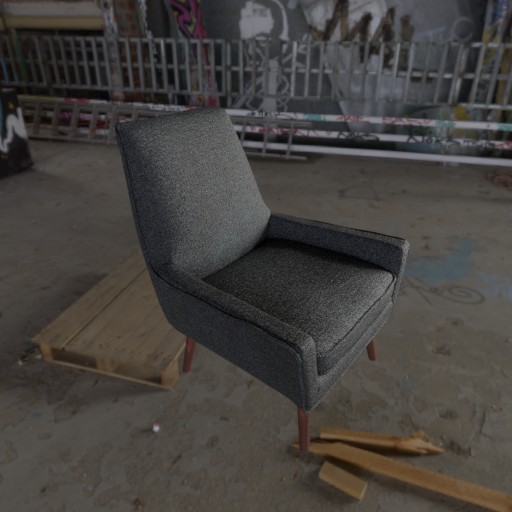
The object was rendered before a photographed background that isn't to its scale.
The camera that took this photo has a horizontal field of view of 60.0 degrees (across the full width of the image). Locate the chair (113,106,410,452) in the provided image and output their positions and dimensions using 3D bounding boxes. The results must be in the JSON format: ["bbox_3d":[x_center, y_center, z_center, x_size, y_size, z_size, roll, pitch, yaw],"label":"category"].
[{"bbox_3d":[0.000,0.000,1.537,0.859,0.883,0.763,19,33,32],"label":"chair"}]
